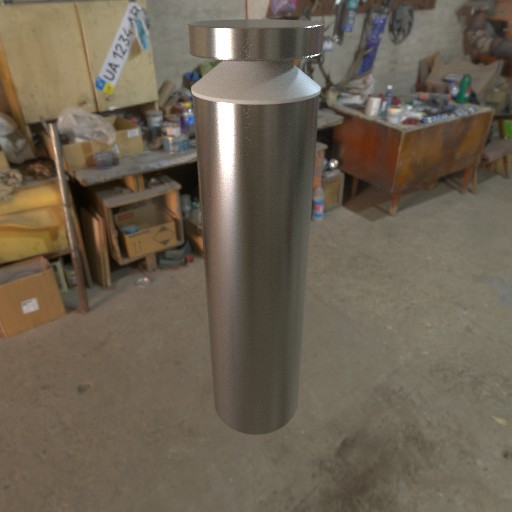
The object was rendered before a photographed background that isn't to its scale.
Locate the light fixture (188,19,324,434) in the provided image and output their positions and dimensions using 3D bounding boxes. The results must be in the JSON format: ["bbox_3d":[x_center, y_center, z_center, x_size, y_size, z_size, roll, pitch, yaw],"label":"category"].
[{"bbox_3d":[0.000,0.000,0.430,0.102,0.400,0.102,10,32,16],"label":"light fixture"}]
